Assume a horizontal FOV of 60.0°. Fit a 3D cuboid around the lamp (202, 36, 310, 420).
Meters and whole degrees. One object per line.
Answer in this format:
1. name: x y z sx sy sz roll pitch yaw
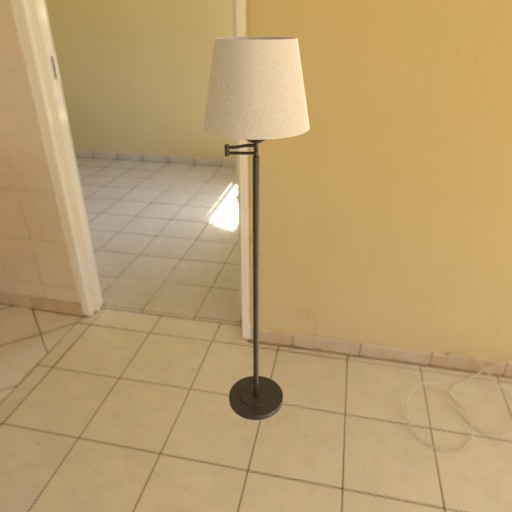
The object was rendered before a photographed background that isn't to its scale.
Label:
1. lamp: 0.000 0.000 1.668 0.348 1.473 0.348 1 28 2
